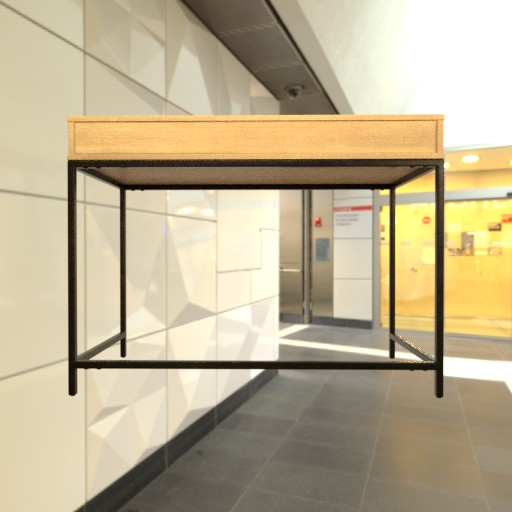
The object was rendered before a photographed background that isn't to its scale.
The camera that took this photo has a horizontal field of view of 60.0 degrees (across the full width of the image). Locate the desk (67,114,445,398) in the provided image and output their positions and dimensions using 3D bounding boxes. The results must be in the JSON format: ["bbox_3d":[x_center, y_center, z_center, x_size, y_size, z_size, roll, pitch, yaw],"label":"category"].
[{"bbox_3d":[0.000,0.000,1.430,1.016,0.762,0.470,0,1,1],"label":"desk"}]
